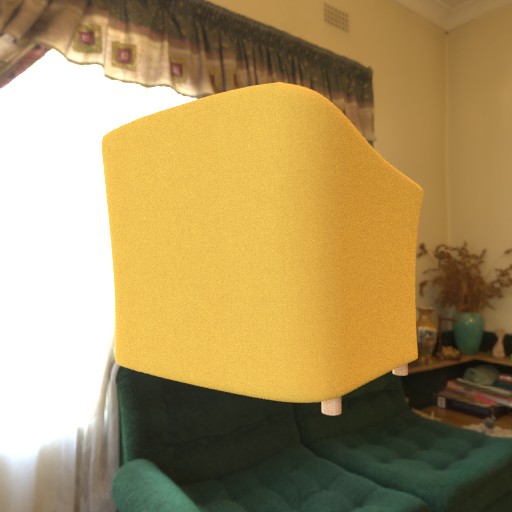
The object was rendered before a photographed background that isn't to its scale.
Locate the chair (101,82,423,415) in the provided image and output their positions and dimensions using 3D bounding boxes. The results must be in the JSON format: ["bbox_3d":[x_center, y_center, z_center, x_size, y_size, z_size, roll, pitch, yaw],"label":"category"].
[{"bbox_3d":[0.000,0.000,1.334,0.790,0.720,0.700,-1,-2,37],"label":"chair"}]
